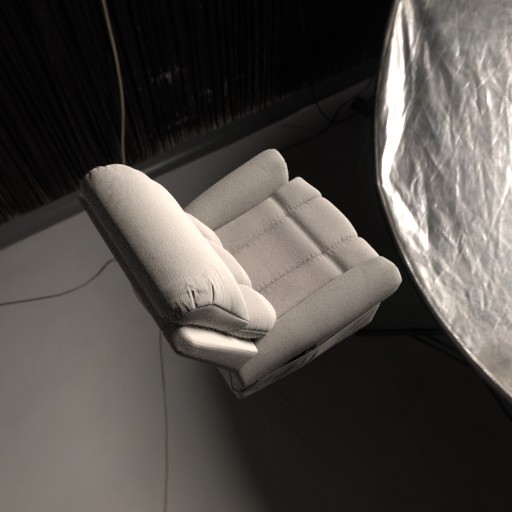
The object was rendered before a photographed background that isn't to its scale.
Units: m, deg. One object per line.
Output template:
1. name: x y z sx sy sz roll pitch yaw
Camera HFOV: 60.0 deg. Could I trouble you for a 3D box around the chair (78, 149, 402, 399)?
1. chair: 0.000 0.000 1.776 0.979 1.031 0.871 -31 62 -18
